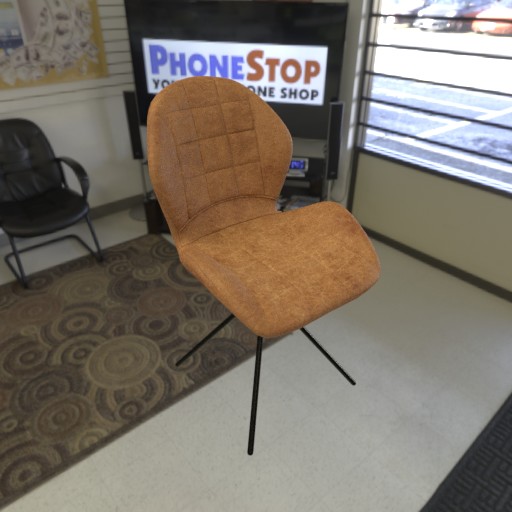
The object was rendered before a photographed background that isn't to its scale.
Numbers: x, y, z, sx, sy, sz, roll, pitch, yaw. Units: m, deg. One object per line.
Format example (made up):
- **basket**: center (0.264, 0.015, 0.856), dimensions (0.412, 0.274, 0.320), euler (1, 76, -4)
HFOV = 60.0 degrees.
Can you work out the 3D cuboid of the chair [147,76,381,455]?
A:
- **chair**: center (0.000, 0.000, 1.322), dimensions (0.527, 0.929, 0.640), euler (-22, 38, -31)
